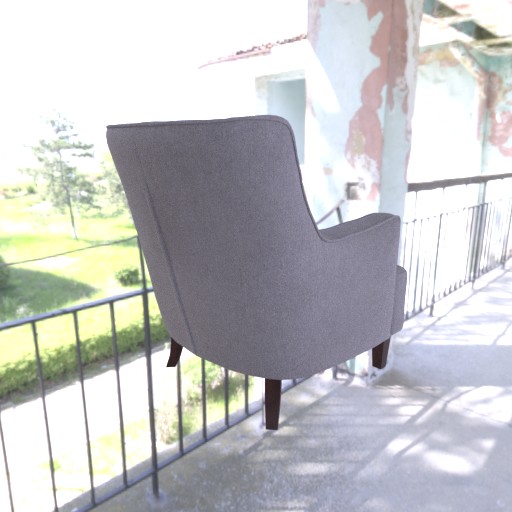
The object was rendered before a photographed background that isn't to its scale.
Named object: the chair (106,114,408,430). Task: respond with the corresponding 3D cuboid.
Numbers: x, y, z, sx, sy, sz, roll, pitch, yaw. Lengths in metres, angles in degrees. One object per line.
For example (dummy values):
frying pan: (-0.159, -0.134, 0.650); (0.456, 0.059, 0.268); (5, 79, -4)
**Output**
chair: (0.000, 0.000, 1.587); (0.910, 0.919, 0.781); (-14, 20, -43)
